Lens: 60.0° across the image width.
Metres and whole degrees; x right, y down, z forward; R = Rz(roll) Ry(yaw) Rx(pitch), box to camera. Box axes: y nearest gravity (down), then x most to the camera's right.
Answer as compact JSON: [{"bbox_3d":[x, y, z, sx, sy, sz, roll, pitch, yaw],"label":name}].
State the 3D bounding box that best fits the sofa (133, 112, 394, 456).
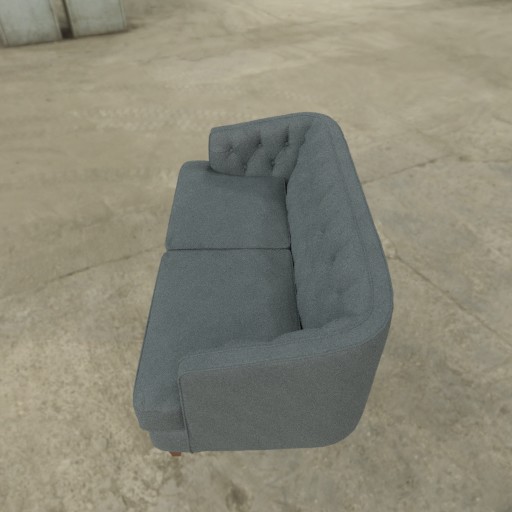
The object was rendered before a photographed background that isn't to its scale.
[{"bbox_3d":[0.000,0.000,2.220,0.941,0.855,1.733,-1,42,-1],"label":"sofa"}]
